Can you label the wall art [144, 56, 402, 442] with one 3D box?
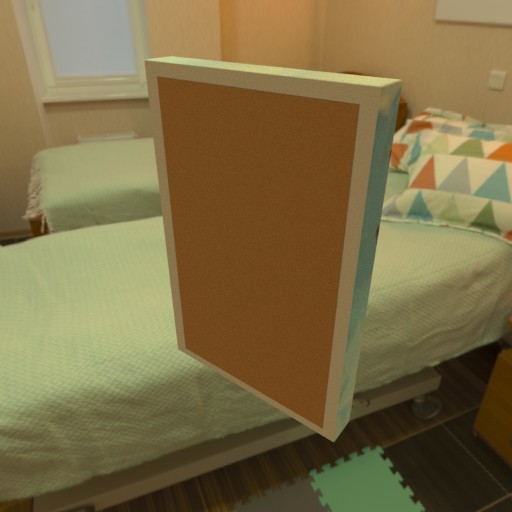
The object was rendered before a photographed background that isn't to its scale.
[{"bbox_3d":[0.000,0.000,0.482,0.251,0.380,0.039,21,36,32],"label":"wall art"}]
